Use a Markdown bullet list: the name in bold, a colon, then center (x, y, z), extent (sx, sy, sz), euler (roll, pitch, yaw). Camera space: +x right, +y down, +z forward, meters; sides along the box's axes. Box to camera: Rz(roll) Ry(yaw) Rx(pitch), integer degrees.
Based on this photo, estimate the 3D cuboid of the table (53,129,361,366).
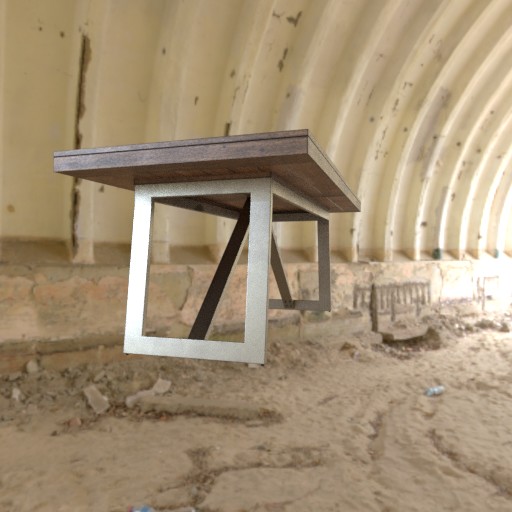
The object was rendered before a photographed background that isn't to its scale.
- **table**: center (0.000, 0.000, 2.344), extent (0.931, 0.757, 1.867), euler (0, 0, 18)
